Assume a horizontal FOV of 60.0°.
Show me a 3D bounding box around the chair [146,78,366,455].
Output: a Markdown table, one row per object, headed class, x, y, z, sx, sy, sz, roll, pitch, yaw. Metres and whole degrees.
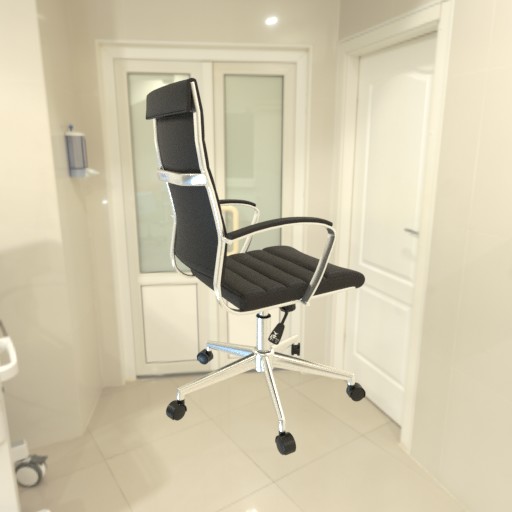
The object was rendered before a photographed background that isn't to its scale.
| class | x | y | z | sx | sy | sz | roll | pitch | yaw |
| --- | --- | --- | --- | --- | --- | --- | --- | --- | --- |
| chair | 0.000 | 0.000 | 1.648 | 0.739 | 1.149 | 0.766 | -7 | 16 | -27 |
